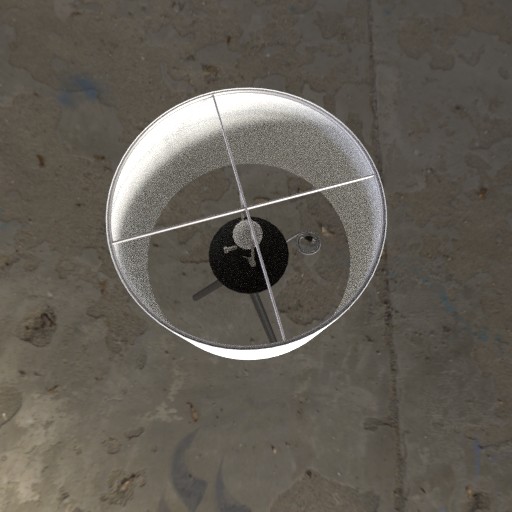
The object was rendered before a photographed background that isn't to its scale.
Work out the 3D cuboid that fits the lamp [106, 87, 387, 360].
[{"bbox_3d":[0.000,0.000,0.891,0.353,0.674,0.422,20,75,6],"label":"lamp"}]
